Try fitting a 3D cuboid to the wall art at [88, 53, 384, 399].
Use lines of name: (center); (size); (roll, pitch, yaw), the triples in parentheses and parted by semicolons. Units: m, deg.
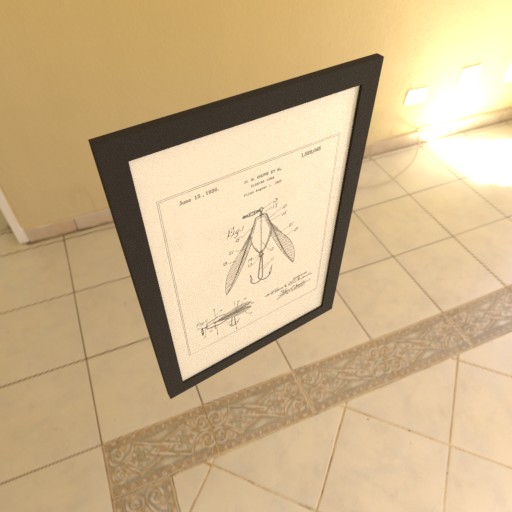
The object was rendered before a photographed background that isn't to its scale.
wall art: (0.000, 0.000, 0.692); (0.380, 0.534, 0.013); (-25, 51, -22)
